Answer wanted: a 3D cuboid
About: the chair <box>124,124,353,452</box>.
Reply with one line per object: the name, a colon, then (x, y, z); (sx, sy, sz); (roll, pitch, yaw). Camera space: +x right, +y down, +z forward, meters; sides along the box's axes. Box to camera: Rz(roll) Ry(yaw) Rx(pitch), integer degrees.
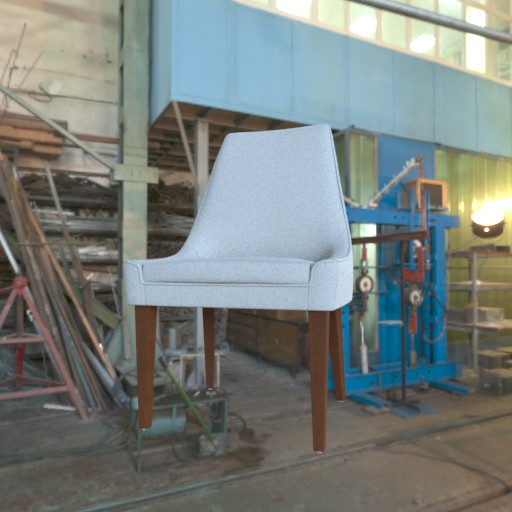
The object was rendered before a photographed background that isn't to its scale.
chair: (0.000, 0.000, 1.256); (0.529, 0.861, 0.544); (0, -2, 18)
